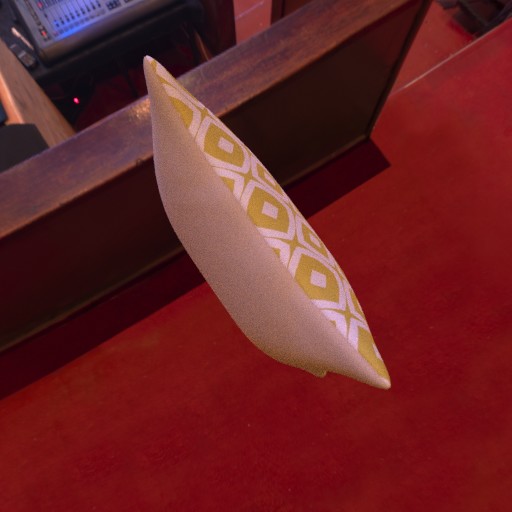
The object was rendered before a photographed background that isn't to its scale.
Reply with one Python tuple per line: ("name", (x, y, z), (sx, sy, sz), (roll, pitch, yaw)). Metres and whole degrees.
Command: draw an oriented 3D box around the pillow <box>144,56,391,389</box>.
("pillow", (0.000, 0.000, 0.763), (0.188, 0.494, 0.504), (-34, 79, -8))
